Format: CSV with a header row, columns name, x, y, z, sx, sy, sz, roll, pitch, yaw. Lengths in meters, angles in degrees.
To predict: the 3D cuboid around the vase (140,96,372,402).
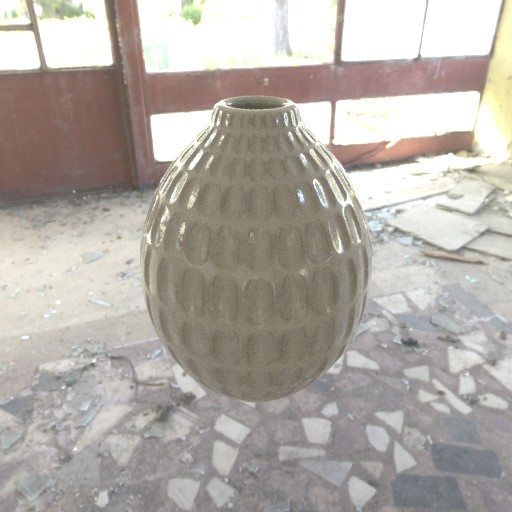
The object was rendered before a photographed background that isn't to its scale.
name,x,y,z,sx,sy,sz,roll,pitch,yaw
vase,0.000,0.000,0.250,0.128,0.167,0.128,0,30,0
